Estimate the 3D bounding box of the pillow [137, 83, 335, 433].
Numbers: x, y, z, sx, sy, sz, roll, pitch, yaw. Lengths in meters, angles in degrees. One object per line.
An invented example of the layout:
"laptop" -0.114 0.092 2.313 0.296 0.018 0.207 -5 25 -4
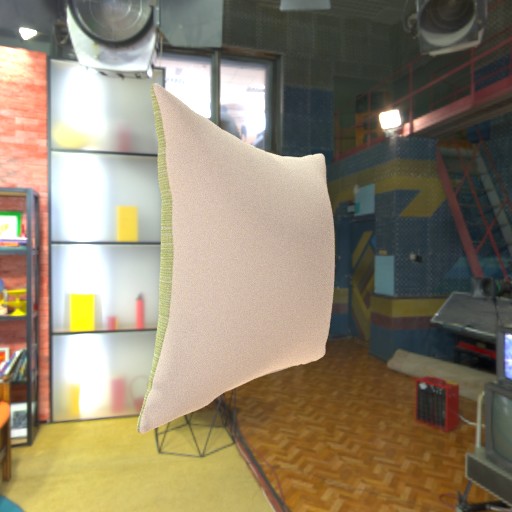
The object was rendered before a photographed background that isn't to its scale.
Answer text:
"pillow" 0.000 0.000 0.829 0.229 0.487 0.560 0 0 34
